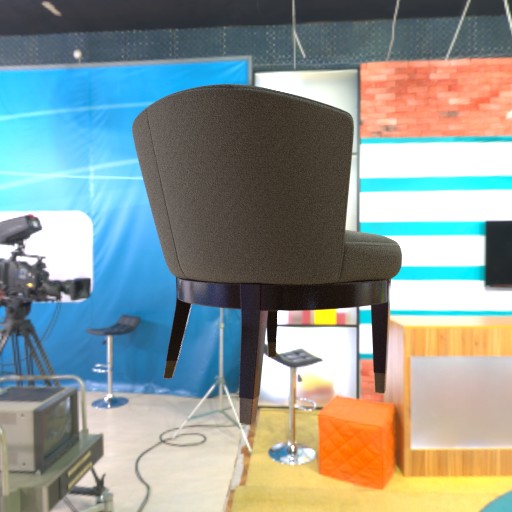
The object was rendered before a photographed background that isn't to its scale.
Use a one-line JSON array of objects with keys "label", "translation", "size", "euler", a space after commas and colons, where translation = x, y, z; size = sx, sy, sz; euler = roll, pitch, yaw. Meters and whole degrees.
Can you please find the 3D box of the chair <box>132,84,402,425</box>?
[{"label": "chair", "translation": [0.000, 0.000, 1.292], "size": [0.660, 0.760, 0.700], "euler": [-1, 1, -35]}]
